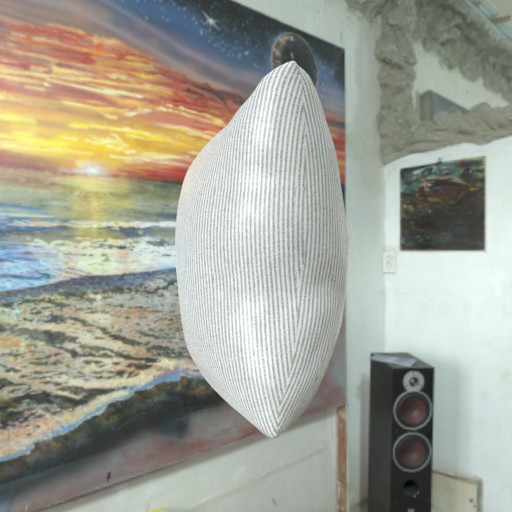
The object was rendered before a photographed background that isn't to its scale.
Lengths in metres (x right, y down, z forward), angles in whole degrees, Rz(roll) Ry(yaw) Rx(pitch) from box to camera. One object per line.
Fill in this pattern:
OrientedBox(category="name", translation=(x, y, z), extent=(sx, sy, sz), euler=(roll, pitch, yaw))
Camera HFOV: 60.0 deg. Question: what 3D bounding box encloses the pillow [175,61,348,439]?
OrientedBox(category="pillow", translation=(0.000, 0.000, 0.697), extent=(0.310, 0.432, 0.387), euler=(0, 1, 19))
